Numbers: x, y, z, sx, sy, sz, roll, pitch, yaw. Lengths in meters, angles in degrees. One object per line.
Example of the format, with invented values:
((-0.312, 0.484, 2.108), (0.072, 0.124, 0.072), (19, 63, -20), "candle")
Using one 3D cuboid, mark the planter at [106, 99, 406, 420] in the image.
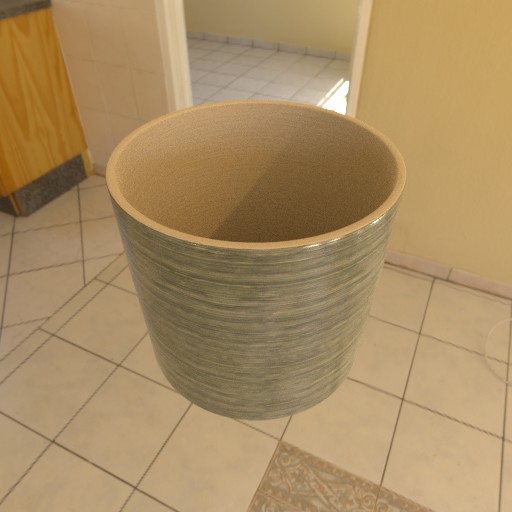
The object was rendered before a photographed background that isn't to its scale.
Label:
((0.000, 0.000, 0.402), (0.221, 0.201, 0.221), (0, 41, 0), "planter")
